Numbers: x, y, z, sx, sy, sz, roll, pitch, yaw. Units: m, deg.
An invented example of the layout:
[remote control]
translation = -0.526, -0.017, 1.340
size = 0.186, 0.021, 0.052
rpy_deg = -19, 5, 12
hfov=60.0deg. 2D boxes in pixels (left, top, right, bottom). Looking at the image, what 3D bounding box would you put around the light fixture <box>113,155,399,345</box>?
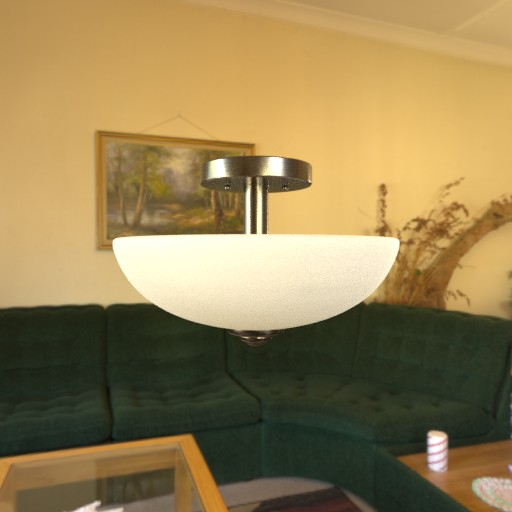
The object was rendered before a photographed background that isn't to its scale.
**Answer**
[light fixture]
translation = 0.000, 0.000, 0.536
size = 0.330, 0.214, 0.330
rpy_deg = 0, 0, 0
